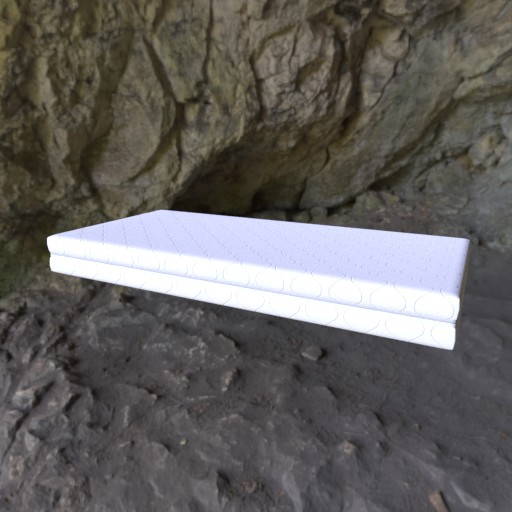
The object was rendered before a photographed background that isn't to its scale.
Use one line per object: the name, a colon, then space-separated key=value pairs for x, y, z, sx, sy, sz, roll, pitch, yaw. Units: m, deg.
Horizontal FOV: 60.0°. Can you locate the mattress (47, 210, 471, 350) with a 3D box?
mattress: x=0.000 y=0.000 z=2.209 sx=1.900 sy=0.200 sz=0.900 roll=8 pitch=17 yaw=26
